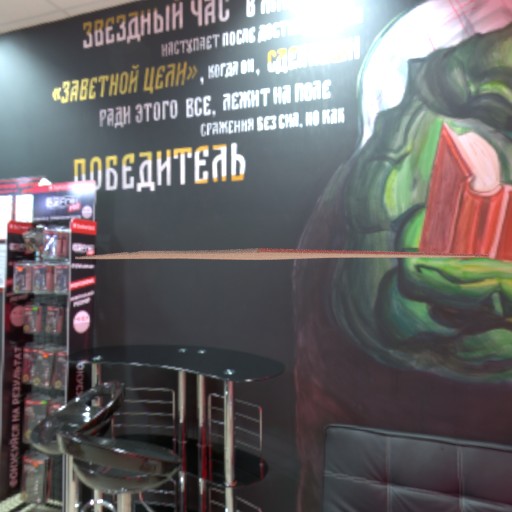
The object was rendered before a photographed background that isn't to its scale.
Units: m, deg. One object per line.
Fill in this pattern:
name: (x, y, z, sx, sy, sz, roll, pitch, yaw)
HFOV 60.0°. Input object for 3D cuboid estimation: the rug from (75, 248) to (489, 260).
rug: (0.000, 0.000, 4.200, 2.434, 0.045, 3.202, 1, -1, -37)
